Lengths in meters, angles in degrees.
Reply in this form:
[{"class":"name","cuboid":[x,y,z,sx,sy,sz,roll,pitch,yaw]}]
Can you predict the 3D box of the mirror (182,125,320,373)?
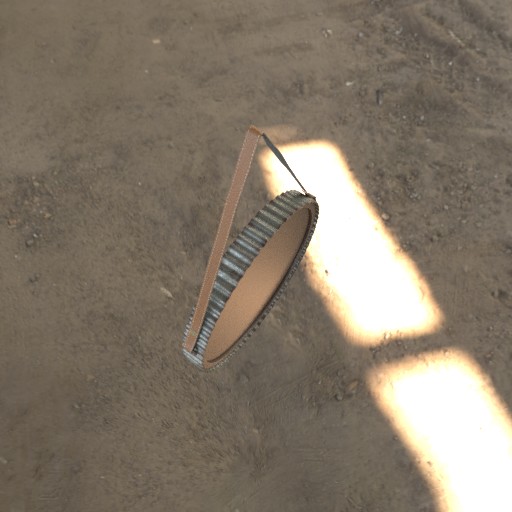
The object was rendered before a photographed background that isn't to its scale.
[{"class":"mirror","cuboid":[0.000,0.000,0.700,0.042,0.568,0.355,33,68,15]}]
